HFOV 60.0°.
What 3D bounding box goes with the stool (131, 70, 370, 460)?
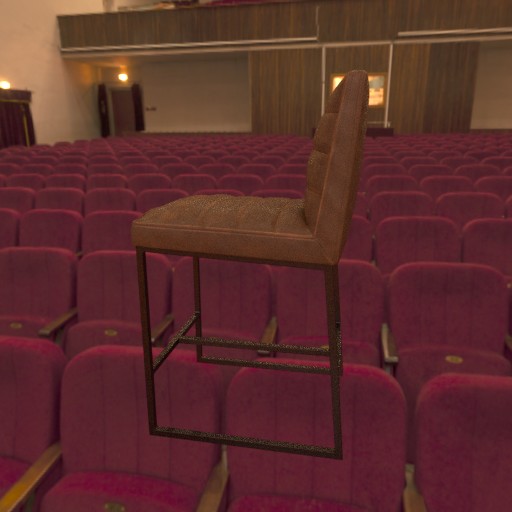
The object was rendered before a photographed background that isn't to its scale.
[{"bbox_3d":[0.000,0.000,1.270,0.562,0.942,0.463,3,15,10],"label":"stool"}]
